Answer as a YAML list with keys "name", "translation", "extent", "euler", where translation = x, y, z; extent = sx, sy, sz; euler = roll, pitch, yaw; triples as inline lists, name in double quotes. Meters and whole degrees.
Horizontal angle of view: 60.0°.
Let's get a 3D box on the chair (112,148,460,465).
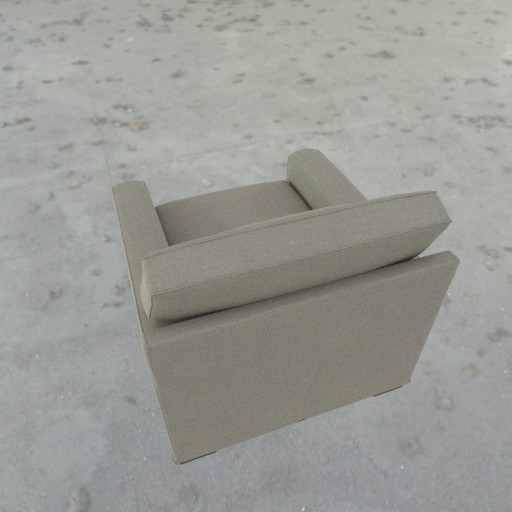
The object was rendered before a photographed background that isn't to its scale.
- name: "chair"
  translation: [0.000, 0.000, 1.795]
  extent: [0.999, 0.934, 1.044]
  euler: [-14, 44, -14]
